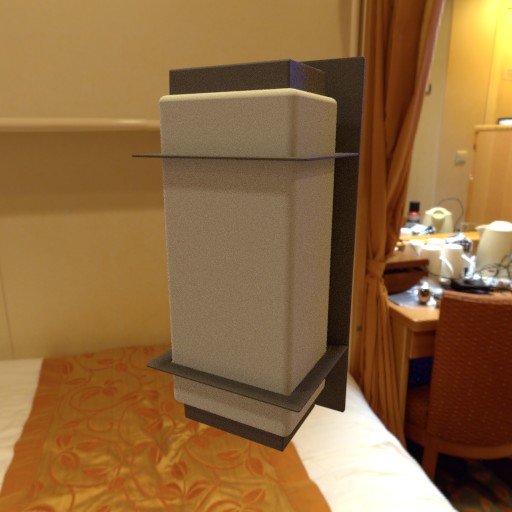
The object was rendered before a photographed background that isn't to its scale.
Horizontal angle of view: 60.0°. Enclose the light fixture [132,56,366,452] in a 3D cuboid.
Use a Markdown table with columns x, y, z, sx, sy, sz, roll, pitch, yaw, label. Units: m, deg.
| x | y | z | sx | sy | sz | roll | pitch | yaw | label |
| --- | --- | --- | --- | --- | --- | --- | --- | --- | --- |
| 0.000 | 0.000 | 0.411 | 0.153 | 0.347 | 0.146 | 8 | 17 | 27 | light fixture |
